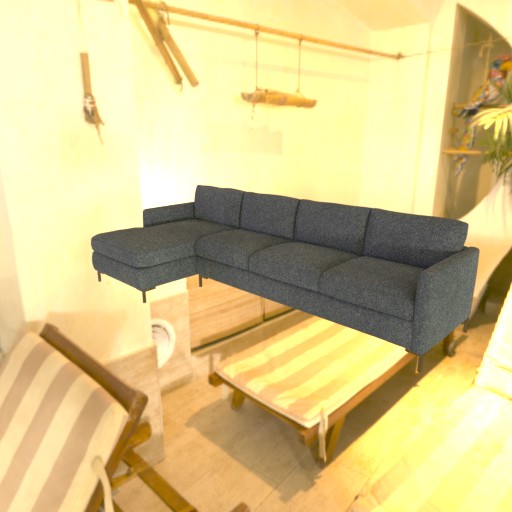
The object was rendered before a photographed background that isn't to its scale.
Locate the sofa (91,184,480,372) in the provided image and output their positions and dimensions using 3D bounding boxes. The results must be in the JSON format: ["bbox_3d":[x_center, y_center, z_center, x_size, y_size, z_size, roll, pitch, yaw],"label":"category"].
[{"bbox_3d":[0.000,0.000,3.502,2.932,0.810,1.350,15,22,42],"label":"sofa"}]
